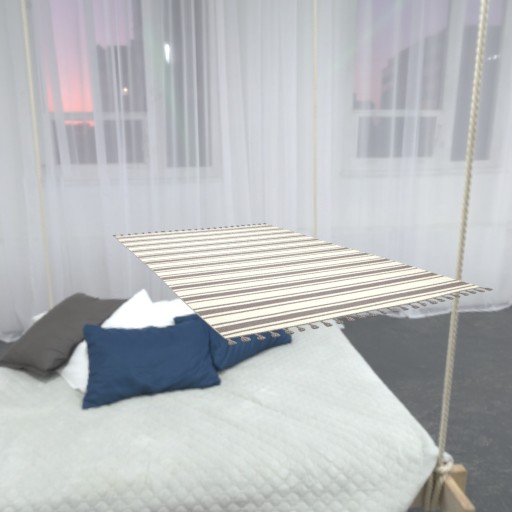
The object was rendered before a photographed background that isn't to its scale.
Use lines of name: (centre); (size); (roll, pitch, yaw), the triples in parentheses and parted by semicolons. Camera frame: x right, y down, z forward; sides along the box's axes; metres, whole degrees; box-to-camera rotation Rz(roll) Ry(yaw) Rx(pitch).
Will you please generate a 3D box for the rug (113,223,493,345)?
rug: (0.000, 0.000, 2.508); (1.229, 0.011, 2.096); (-6, 14, -26)
